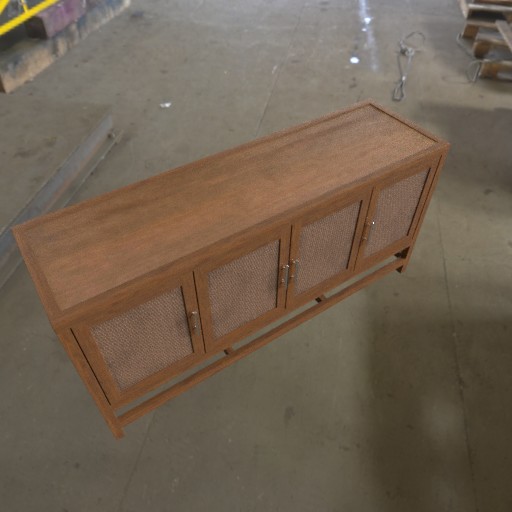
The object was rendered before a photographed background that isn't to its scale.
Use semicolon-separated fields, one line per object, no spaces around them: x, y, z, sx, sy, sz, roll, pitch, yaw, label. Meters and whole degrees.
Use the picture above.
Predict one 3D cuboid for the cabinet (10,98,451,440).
0.000;0.000;2.015;1.708;0.820;0.522;-26;51;-23;cabinet
